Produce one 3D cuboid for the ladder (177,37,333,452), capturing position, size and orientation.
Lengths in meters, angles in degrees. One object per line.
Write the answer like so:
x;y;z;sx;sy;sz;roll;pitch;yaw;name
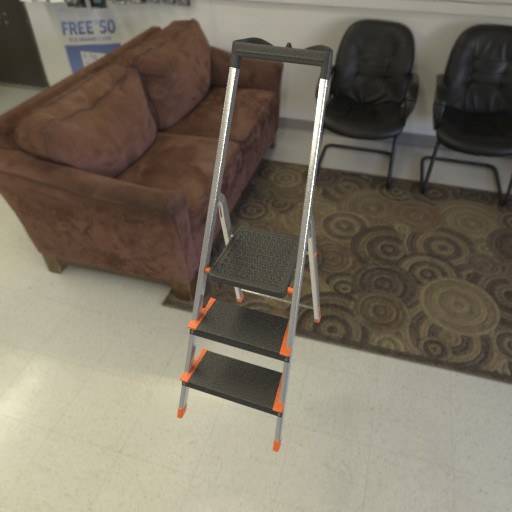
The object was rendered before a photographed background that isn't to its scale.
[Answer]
0.000;0.000;1.506;0.416;1.229;0.686;13;43;14;ladder
